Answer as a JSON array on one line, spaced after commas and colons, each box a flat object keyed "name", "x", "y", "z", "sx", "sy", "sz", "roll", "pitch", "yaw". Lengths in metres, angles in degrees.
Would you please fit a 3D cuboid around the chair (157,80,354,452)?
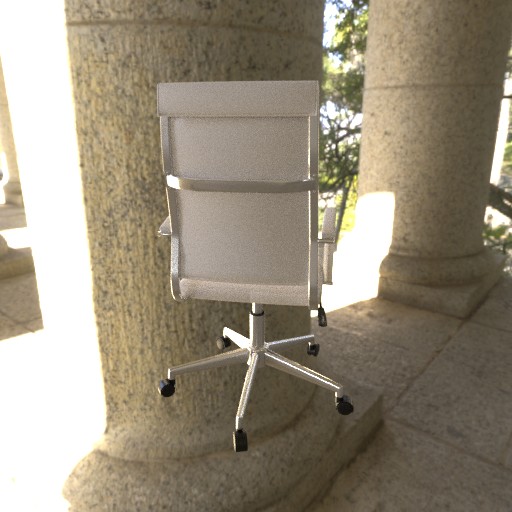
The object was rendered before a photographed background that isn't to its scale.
[{"name": "chair", "x": 0.000, "y": 0.000, "z": 1.631, "sx": 0.766, "sy": 1.149, "sz": 0.739, "roll": 3, "pitch": 17, "yaw": 9}]
